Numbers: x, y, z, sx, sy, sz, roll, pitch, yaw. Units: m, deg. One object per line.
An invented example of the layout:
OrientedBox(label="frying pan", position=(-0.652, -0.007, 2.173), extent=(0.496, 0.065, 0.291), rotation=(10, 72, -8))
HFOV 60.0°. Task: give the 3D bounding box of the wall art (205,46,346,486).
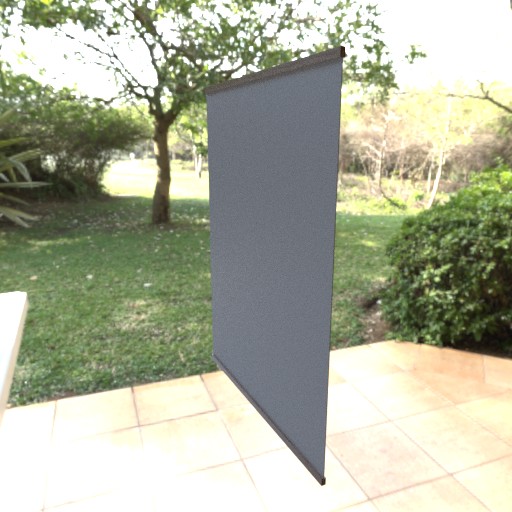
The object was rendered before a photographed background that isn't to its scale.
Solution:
OrientedBox(label="wall art", position=(0.000, 0.000, 1.317), extent=(0.013, 1.016, 0.758), rotation=(-7, 16, -26))
